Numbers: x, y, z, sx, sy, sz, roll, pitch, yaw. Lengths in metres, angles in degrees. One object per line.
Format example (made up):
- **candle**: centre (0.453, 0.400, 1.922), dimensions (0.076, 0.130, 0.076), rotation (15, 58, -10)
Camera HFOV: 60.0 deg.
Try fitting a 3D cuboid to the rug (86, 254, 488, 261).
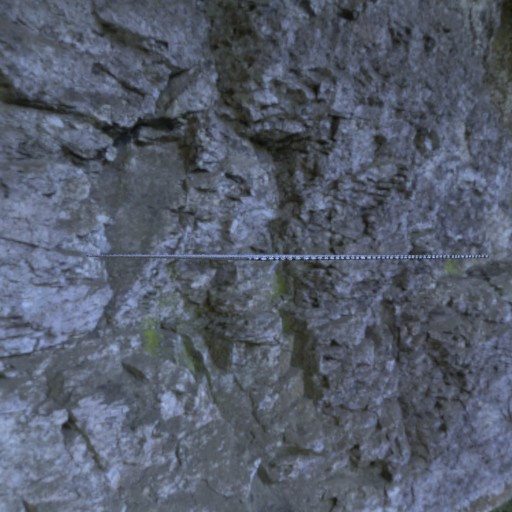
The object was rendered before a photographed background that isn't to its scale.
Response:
- **rug**: centre (0.000, 0.000, 2.994), dimensions (1.613, 0.017, 2.312), rotation (0, 0, -36)
